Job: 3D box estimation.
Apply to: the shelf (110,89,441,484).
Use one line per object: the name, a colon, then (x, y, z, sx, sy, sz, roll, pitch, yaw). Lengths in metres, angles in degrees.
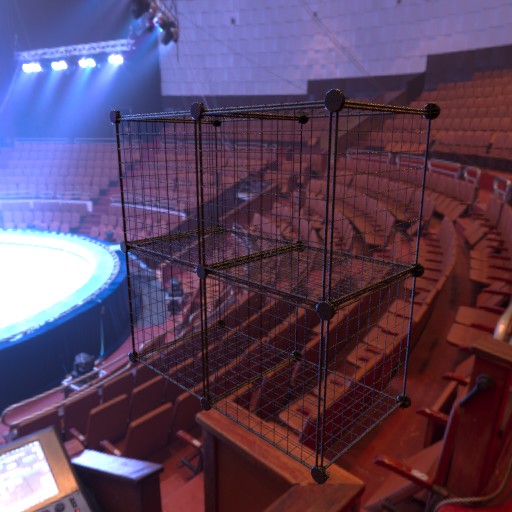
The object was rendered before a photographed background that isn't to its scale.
shelf: (0.000, 0.000, 1.113, 0.711, 0.711, 0.356, 14, 20, 43)
